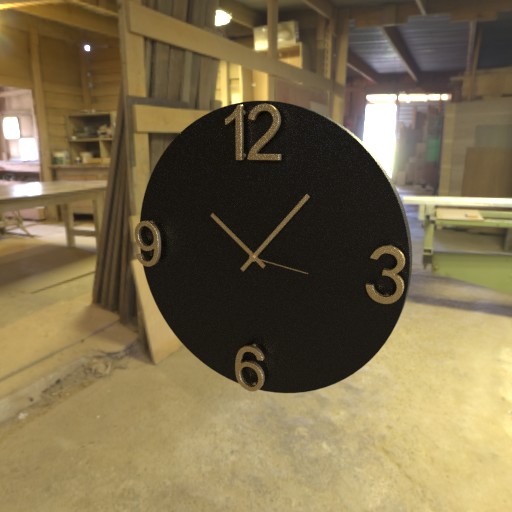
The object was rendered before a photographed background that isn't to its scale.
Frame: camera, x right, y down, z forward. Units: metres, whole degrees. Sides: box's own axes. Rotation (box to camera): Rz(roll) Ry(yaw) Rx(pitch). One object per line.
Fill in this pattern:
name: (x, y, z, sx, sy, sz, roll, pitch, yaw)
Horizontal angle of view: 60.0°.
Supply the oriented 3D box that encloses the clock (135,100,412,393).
clock: (0.000, 0.000, 0.683, 0.454, 0.454, 0.038, 7, 15, 26)
